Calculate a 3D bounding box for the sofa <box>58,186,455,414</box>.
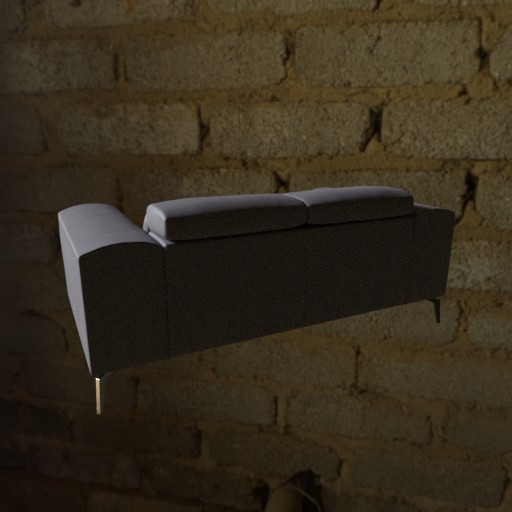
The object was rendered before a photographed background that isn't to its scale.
[{"bbox_3d":[0.000,0.000,2.402,1.895,0.779,1.003,-8,18,-26],"label":"sofa"}]
